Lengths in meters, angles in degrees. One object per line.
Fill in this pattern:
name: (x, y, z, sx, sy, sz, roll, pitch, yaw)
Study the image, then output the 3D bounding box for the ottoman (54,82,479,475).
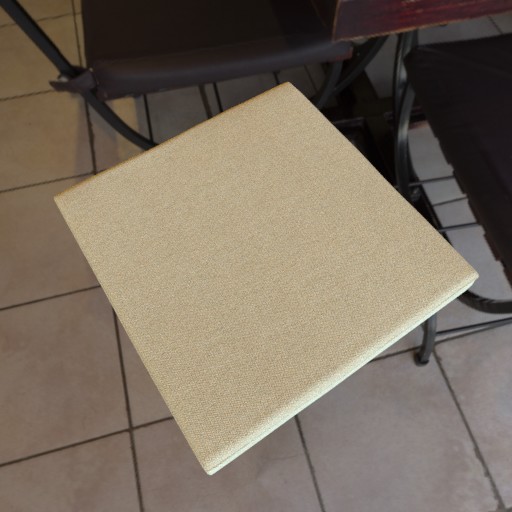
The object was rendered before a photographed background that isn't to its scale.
ottoman: (0.000, 0.000, 1.534, 0.968, 0.379, 1.004, -31, 67, -14)
